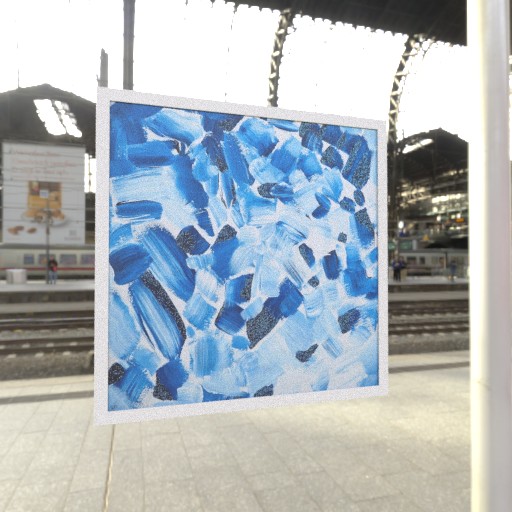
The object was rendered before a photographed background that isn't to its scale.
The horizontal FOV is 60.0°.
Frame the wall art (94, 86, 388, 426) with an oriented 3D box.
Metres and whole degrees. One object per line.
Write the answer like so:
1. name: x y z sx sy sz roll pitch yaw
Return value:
1. wall art: 0.000 0.000 1.191 0.812 0.812 0.015 0 -1 -18
